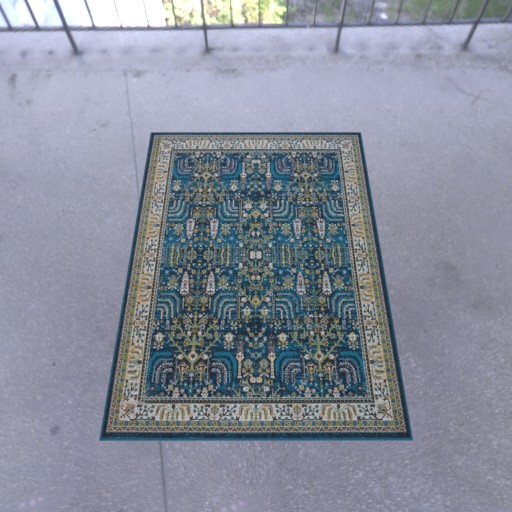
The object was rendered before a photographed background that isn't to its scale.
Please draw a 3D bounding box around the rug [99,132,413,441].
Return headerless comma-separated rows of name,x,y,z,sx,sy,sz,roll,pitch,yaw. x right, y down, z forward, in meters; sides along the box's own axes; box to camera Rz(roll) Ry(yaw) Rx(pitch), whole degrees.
rug,0.000,0.000,3.917,2.226,0.015,3.044,0,59,0
